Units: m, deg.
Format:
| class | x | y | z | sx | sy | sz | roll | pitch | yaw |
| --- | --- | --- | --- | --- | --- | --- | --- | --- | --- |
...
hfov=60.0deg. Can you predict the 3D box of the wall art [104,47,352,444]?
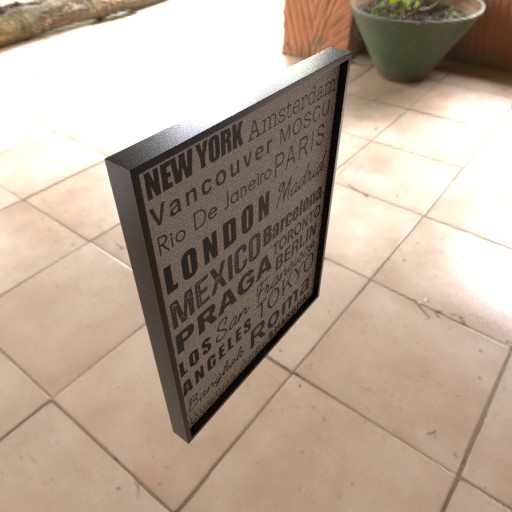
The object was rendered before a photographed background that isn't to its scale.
| class | x | y | z | sx | sy | sz | roll | pitch | yaw |
| --- | --- | --- | --- | --- | --- | --- | --- | --- | --- |
| wall art | 0.000 | 0.000 | 0.744 | 0.038 | 0.551 | 0.448 | 26 | 48 | 27 |
